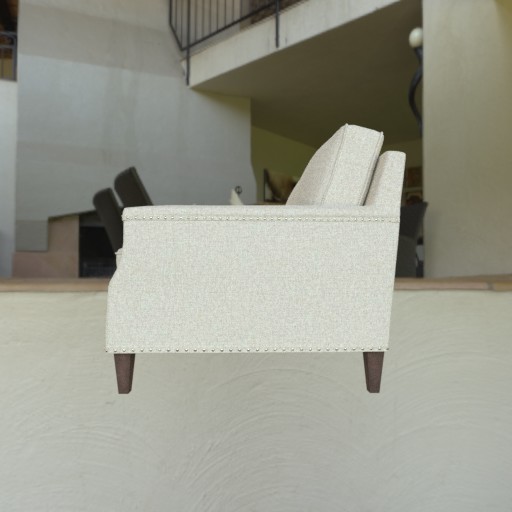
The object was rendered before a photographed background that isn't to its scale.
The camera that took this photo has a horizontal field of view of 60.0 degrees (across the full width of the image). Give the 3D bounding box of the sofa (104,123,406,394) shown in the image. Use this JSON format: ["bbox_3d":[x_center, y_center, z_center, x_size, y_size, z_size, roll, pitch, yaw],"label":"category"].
[{"bbox_3d":[0.000,0.000,2.316,1.084,1.003,1.597,0,-1,-1],"label":"sofa"}]
